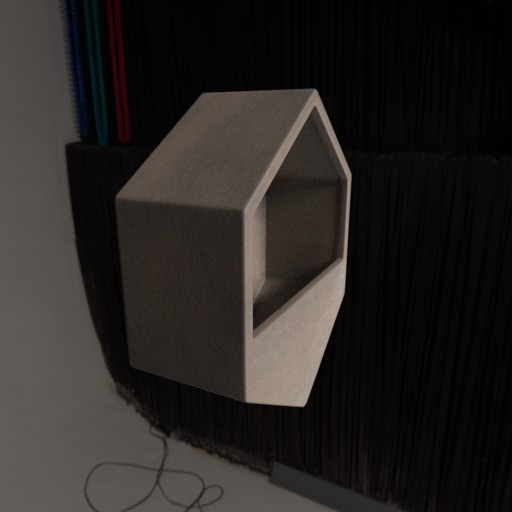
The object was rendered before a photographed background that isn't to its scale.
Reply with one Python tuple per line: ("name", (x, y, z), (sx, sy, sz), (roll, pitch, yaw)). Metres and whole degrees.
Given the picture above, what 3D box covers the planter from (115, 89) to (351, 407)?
("planter", (0.000, 0.000, 0.295), (0.077, 0.206, 0.169), (8, 18, 26))
